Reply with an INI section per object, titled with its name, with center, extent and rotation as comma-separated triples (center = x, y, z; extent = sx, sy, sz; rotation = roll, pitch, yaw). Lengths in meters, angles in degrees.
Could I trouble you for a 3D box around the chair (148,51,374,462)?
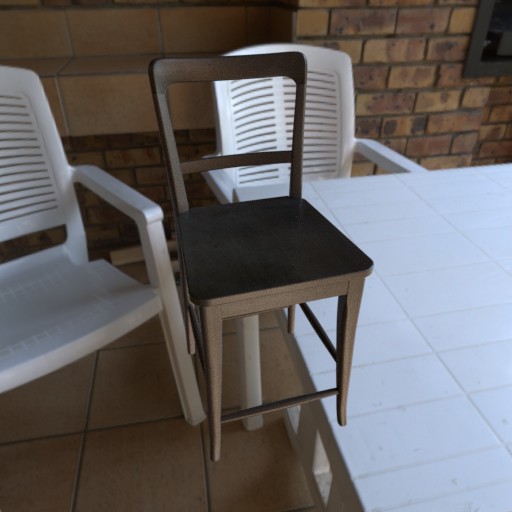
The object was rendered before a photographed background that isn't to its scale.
[chair]
center = 0.000, 0.000, 1.263
extent = 0.450, 0.991, 0.546
rotation = -9, 34, -14
